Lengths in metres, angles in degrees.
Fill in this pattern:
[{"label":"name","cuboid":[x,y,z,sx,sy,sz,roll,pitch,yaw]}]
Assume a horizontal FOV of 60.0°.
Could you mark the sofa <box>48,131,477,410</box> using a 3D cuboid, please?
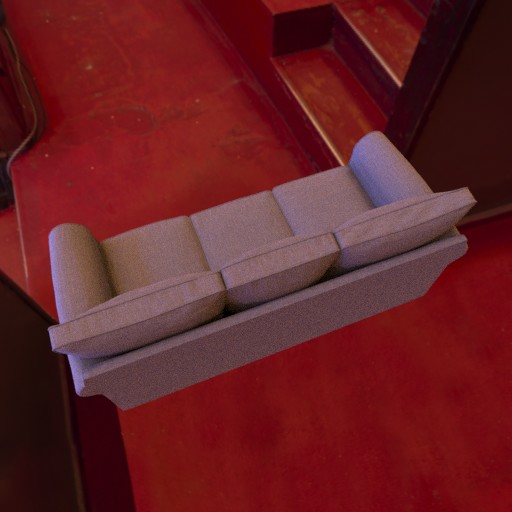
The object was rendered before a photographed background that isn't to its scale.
[{"label":"sofa","cuboid":[0.000,0.000,2.489,2.084,0.961,0.916,-19,61,-11]}]
